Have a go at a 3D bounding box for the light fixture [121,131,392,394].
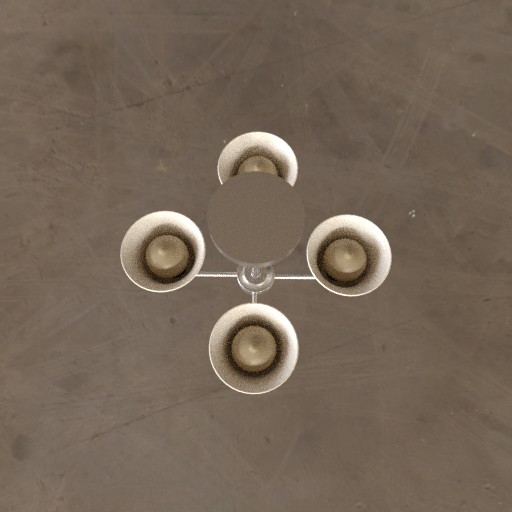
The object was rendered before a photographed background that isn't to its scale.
[{"bbox_3d":[0.000,0.000,0.721,0.427,0.370,0.427,1,75,0],"label":"light fixture"}]
